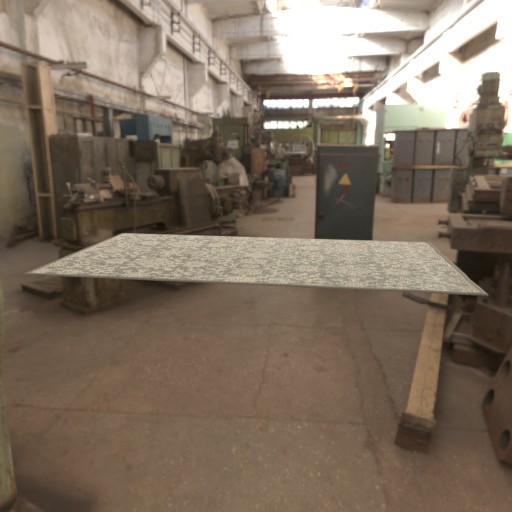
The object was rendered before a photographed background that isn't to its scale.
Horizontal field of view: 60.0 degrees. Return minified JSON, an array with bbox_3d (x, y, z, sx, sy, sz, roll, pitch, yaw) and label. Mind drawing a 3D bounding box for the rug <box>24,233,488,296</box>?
[{"bbox_3d":[0.000,0.000,3.614,3.048,0.011,1.546,2,14,8],"label":"rug"}]
